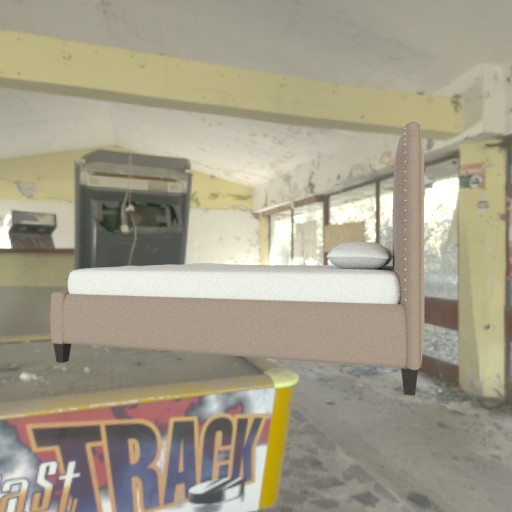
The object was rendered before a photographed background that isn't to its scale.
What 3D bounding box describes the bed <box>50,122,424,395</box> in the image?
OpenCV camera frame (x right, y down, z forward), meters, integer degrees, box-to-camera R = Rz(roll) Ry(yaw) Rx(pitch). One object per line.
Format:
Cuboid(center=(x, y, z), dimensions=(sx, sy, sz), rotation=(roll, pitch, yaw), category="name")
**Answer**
Cuboid(center=(0.000, 0.000, 3.406), dimensions=(2.372, 1.443, 1.713), rotation=(0, 0, 18), category="bed")
